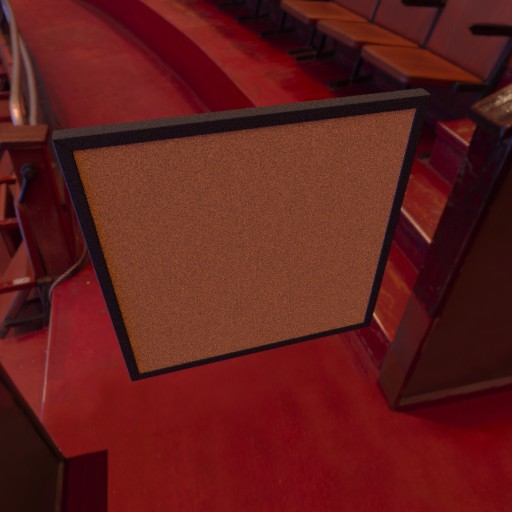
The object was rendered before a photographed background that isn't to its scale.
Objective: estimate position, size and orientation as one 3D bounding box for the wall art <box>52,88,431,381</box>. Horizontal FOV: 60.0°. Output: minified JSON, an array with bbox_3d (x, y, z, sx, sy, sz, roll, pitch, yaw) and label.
[{"bbox_3d":[0.000,0.000,1.127,0.763,0.763,0.037,-11,42,-12],"label":"wall art"}]
